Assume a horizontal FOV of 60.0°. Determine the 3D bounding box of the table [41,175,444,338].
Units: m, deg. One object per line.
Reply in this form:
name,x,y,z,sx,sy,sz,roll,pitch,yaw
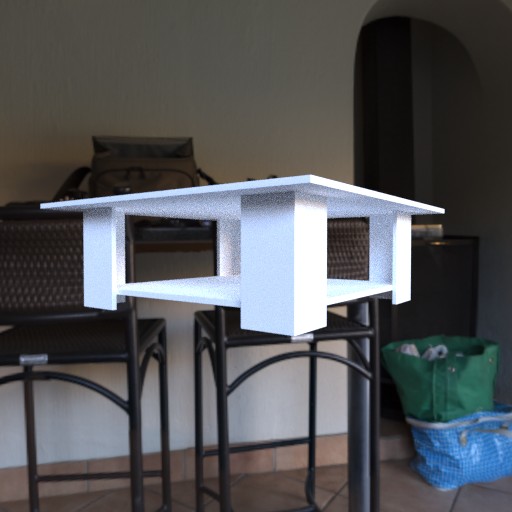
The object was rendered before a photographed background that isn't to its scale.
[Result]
table,0.000,0.000,1.376,0.890,0.305,0.890,1,2,37
